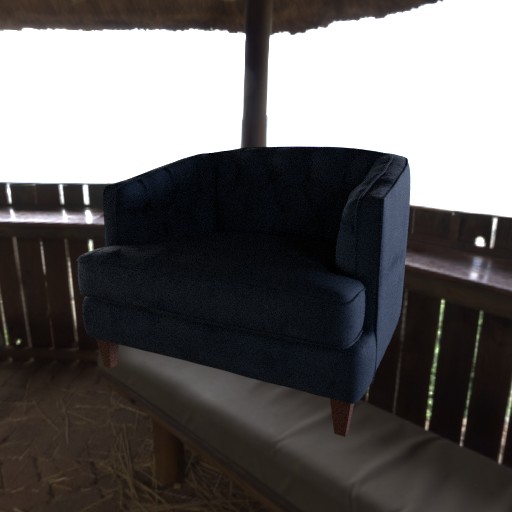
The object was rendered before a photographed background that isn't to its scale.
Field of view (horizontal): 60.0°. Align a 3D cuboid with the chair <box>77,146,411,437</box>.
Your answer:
[{"bbox_3d":[0.000,0.000,1.768,1.094,0.852,0.940,7,15,26],"label":"chair"}]
